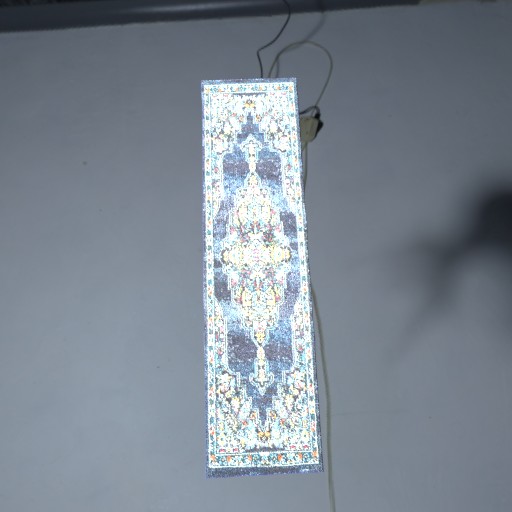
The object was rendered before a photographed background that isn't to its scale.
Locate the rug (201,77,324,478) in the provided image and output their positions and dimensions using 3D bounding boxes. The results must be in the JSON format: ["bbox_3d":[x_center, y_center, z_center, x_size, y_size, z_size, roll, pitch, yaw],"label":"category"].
[{"bbox_3d":[0.000,0.000,2.500,0.602,0.016,2.283,-2,76,-1],"label":"rug"}]
